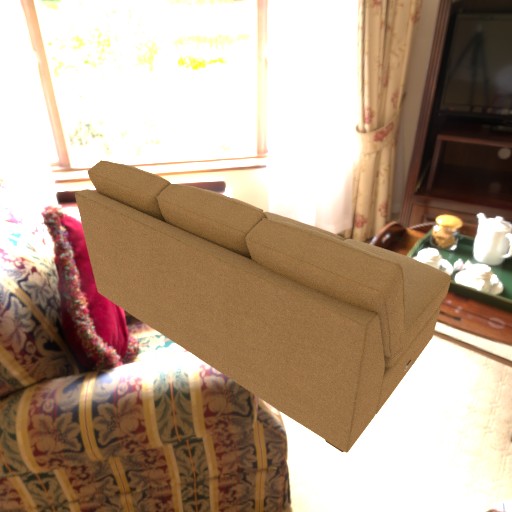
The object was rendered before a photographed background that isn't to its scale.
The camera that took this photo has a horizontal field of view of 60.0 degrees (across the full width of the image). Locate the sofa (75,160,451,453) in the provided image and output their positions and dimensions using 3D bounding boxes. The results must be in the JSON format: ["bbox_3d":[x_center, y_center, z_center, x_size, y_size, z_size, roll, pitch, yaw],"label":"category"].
[{"bbox_3d":[0.000,0.000,2.769,2.092,1.036,1.127,23,37,34],"label":"sofa"}]
